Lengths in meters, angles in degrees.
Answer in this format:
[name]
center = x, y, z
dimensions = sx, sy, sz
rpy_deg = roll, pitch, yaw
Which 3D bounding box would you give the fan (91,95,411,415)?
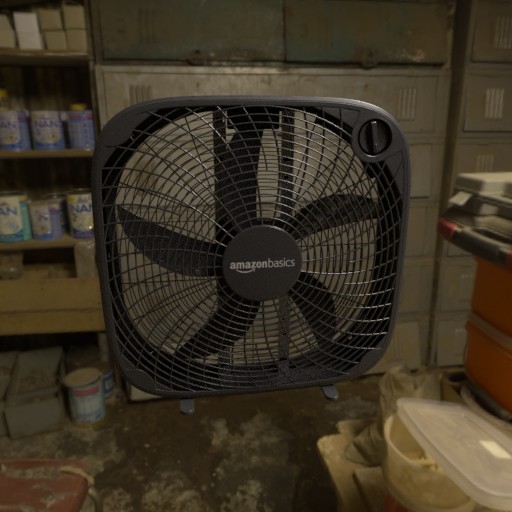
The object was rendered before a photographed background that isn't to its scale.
[fan]
center = 0.000, 0.000, 0.788
dimensions = 0.526, 0.533, 0.142
rpy_deg = -3, 17, -9
